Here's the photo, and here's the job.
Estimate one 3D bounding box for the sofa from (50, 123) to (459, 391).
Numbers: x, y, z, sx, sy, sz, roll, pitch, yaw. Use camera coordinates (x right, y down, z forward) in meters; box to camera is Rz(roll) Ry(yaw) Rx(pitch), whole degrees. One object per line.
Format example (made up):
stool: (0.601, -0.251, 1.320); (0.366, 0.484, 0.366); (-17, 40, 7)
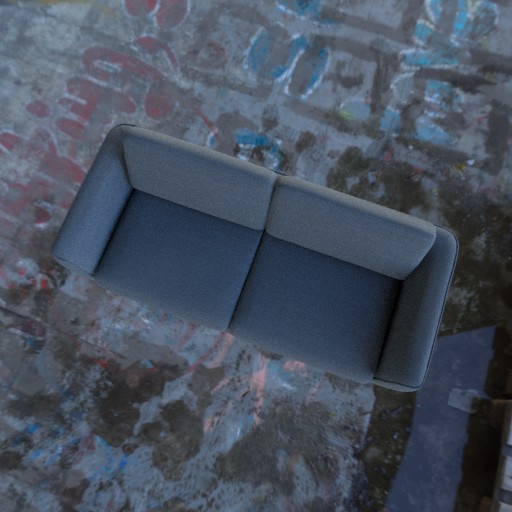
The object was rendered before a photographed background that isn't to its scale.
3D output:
sofa: (0.000, 0.000, 2.473); (2.000, 0.850, 0.920); (19, 75, 5)
